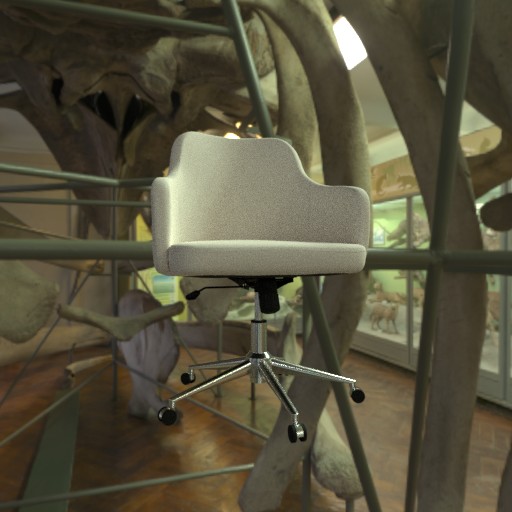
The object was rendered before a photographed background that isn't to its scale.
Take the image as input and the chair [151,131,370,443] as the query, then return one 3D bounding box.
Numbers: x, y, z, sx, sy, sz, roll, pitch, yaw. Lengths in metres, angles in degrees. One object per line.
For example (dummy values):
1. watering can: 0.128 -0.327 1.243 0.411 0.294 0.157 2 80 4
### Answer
1. chair: 0.000 0.000 1.272 0.602 0.819 0.647 0 1 -17
